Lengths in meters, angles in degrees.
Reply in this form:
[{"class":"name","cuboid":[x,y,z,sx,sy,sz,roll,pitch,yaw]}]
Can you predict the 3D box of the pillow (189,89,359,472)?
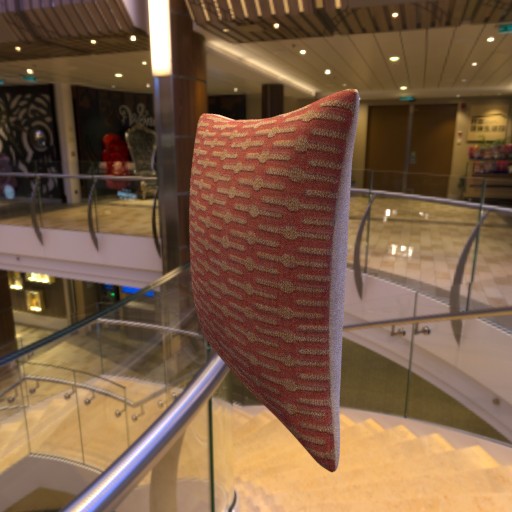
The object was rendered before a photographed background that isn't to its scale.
[{"class":"pillow","cuboid":[0.000,0.000,0.774,0.182,0.503,0.511,-7,16,-25]}]
